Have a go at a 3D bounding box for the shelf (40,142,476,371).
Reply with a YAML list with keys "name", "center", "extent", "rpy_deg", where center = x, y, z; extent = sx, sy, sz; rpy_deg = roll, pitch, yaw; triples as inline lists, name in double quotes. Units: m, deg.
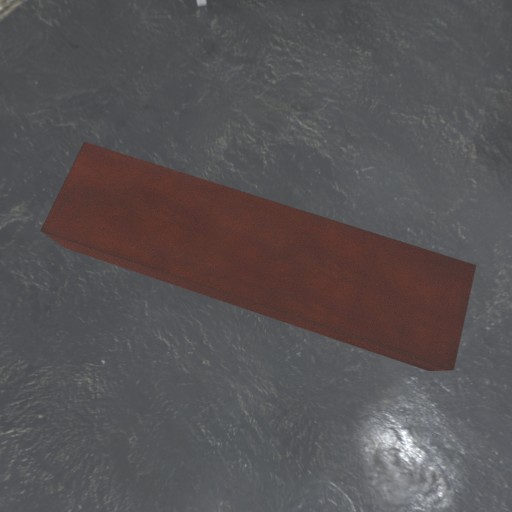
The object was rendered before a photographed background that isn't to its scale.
- name: "shelf"
  center: [0.000, 0.000, 0.675]
  extent: [0.607, 0.088, 0.152]
  rpy_deg: [18, 76, 5]
